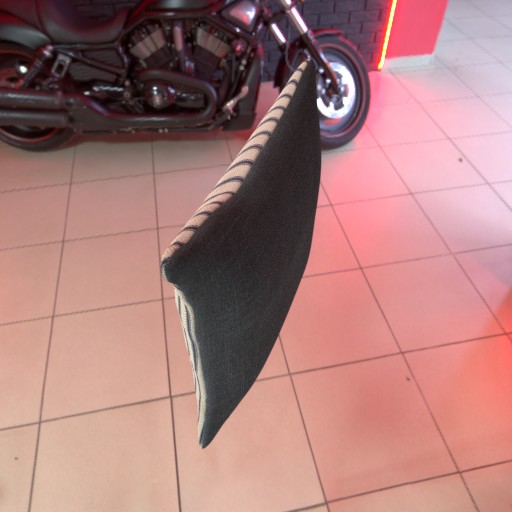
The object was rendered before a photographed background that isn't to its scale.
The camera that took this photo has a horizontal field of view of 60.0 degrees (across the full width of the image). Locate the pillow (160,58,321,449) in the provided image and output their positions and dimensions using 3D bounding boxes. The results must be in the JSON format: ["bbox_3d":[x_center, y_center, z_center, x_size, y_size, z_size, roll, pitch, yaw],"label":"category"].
[{"bbox_3d":[0.000,0.000,0.695,0.138,0.444,0.468,16,49,14],"label":"pillow"}]
